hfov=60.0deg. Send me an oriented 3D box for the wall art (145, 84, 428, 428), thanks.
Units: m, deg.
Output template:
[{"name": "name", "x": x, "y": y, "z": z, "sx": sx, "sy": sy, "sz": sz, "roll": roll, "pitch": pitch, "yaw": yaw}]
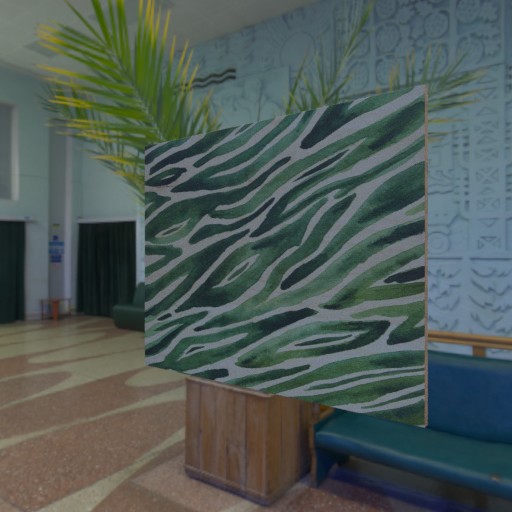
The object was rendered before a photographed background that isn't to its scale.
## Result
[{"name": "wall art", "x": 0.000, "y": 0.000, "z": 0.682, "sx": 0.508, "sy": 0.408, "sz": 0.012, "roll": 0, "pitch": 0, "yaw": 36}]
